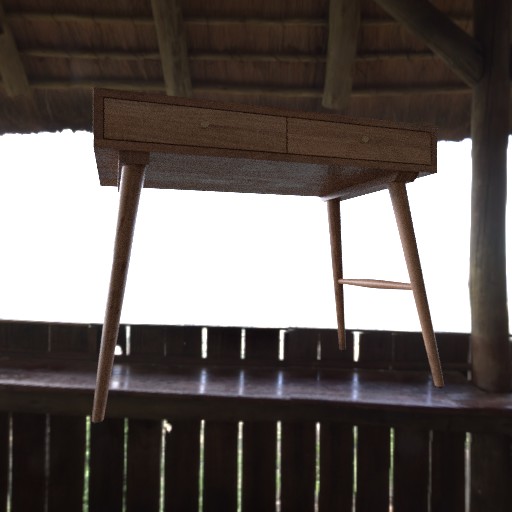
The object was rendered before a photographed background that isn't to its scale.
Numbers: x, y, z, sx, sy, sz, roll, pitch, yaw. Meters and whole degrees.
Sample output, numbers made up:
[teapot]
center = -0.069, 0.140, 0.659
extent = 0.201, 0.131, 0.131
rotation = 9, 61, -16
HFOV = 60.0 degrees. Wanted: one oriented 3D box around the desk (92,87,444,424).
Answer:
[desk]
center = 0.000, 0.000, 1.401
extent = 0.949, 0.758, 0.588
rotation = 0, -1, -18
